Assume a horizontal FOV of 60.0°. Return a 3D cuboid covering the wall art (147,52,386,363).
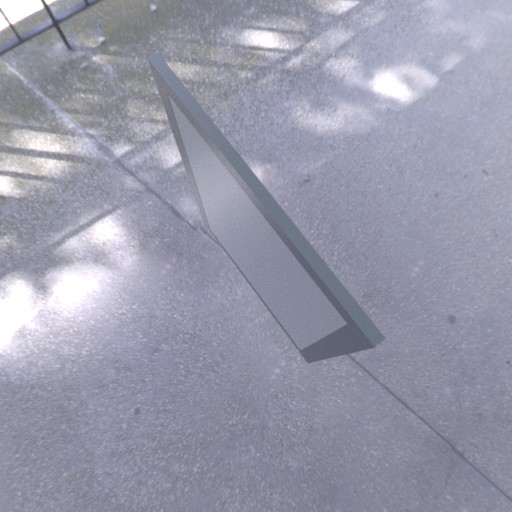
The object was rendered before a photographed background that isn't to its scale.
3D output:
[{"bbox_3d":[0.000,0.000,0.689,0.013,0.529,0.376,-35,78,-9],"label":"wall art"}]
